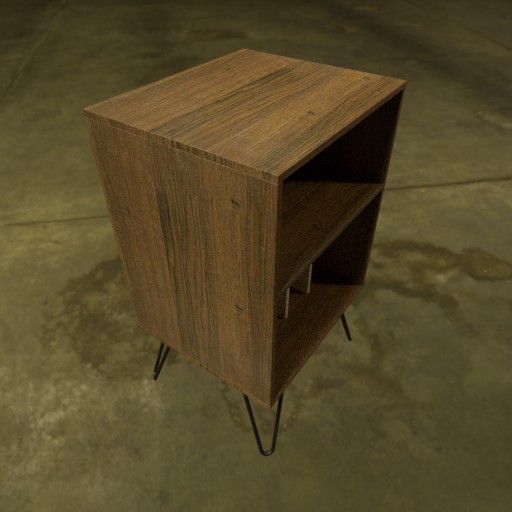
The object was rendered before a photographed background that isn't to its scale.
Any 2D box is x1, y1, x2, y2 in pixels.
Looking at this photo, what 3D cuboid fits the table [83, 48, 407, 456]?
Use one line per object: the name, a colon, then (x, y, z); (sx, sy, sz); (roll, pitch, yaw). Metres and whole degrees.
table: (0.000, 0.000, 1.188); (0.457, 0.866, 0.526); (24, 45, 27)
